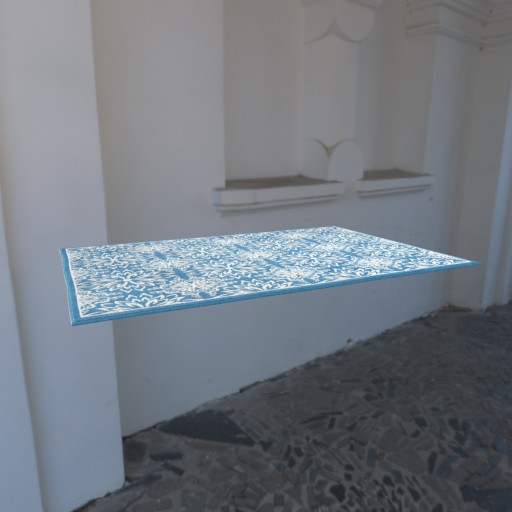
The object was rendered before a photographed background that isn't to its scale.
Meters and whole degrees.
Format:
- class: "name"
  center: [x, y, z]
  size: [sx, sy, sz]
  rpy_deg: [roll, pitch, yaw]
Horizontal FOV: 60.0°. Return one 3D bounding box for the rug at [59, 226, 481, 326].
- class: "rug"
  center: [0.000, 0.000, 3.461]
  size: [2.769, 0.018, 1.830]
  rpy_deg: [-6, 15, -24]
